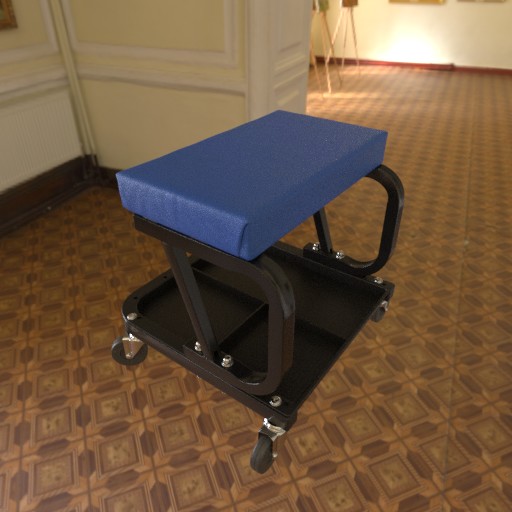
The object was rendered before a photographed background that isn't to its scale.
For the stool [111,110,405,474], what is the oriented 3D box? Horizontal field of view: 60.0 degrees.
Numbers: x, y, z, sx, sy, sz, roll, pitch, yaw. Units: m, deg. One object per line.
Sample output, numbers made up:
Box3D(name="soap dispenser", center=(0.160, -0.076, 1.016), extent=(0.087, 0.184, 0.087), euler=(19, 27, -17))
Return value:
Box3D(name="stool", center=(0.000, 0.000, 0.739), extent=(0.371, 0.380, 0.446), euler=(22, 39, 30))
